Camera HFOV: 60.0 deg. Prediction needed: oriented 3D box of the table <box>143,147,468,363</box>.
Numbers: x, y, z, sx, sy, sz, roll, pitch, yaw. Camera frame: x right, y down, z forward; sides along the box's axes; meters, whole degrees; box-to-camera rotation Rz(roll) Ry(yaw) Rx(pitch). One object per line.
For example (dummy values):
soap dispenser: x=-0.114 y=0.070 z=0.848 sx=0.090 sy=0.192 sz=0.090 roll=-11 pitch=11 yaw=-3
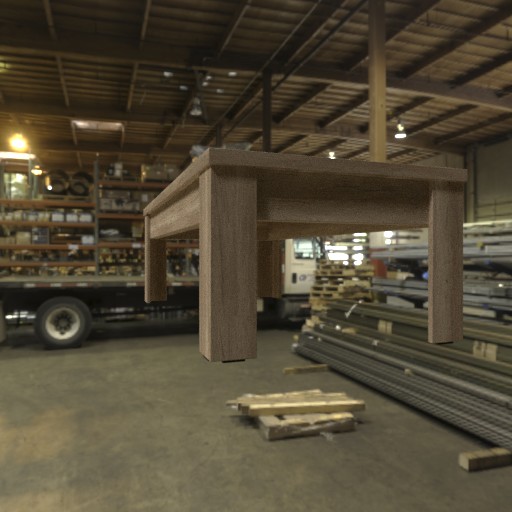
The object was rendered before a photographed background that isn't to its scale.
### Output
table: x=0.000 y=0.000 z=1.686 sx=0.700 sy=0.460 sz=1.350 roll=0 pitch=0 yaw=-20
